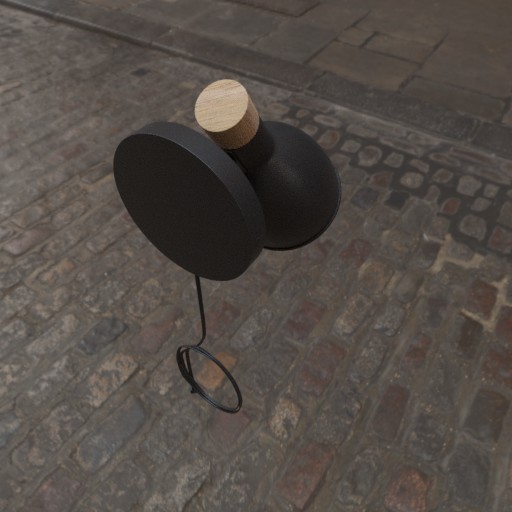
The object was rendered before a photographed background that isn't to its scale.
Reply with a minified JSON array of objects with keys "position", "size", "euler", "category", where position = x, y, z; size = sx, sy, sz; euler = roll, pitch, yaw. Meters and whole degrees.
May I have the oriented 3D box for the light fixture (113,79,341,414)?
[{"position":[0.000,0.000,0.472],"size":[0.127,0.401,0.203],"euler":[25,51,23],"category":"light fixture"}]
